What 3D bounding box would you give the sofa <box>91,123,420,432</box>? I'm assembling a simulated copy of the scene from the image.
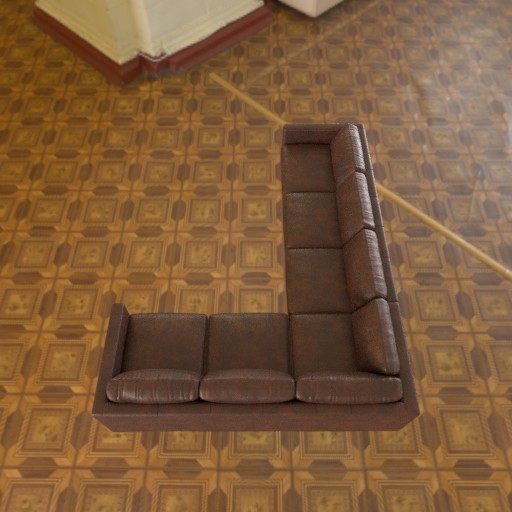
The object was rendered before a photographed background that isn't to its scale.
[{"bbox_3d":[0.000,0.000,4.329,2.438,0.836,3.152,0,57,0],"label":"sofa"}]
